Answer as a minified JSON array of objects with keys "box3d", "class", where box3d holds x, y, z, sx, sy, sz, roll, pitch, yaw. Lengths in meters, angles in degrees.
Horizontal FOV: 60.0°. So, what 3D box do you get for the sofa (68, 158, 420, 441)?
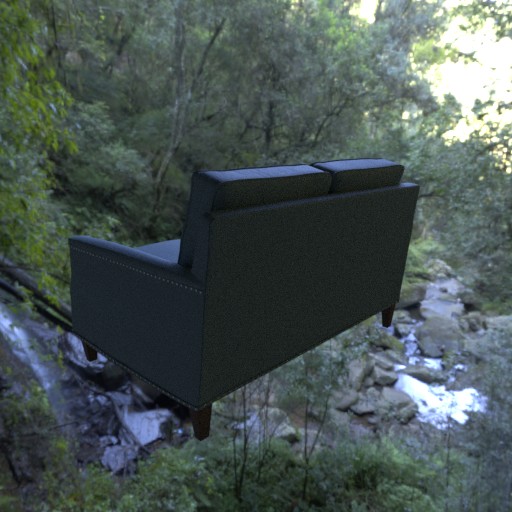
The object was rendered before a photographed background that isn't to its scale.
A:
[{"box3d":[0.000,0.000,2.339,1.084,1.003,1.597,14,20,42],"class":"sofa"}]
